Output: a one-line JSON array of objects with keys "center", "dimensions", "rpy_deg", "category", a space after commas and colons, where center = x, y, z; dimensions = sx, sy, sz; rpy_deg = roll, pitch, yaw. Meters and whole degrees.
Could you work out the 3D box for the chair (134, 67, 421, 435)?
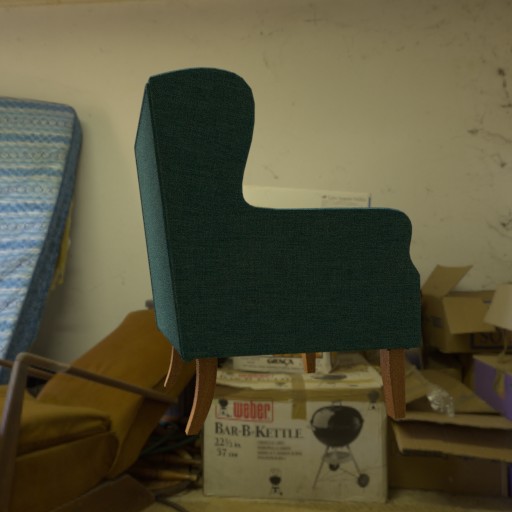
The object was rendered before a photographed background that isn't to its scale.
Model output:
[{"center": [0.000, 0.000, 1.495], "dimensions": [0.775, 0.952, 0.711], "rpy_deg": [1, -2, -18], "category": "chair"}]
